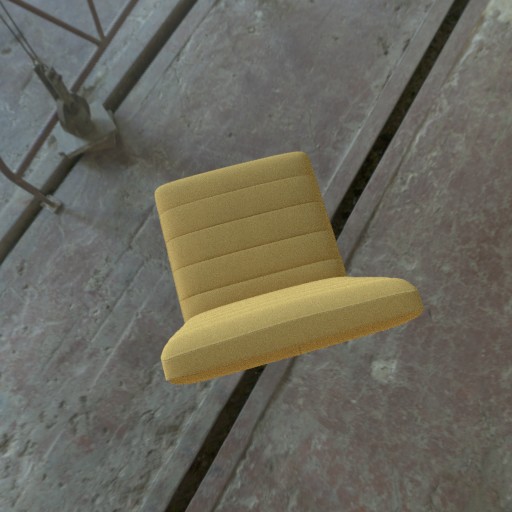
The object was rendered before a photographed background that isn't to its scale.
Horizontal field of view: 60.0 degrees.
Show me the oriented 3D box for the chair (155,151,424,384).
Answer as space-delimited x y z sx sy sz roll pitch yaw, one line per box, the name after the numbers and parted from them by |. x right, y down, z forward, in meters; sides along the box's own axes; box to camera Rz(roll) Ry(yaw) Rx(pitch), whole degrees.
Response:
0.000 0.000 1.331 0.520 0.930 0.634 -15 76 -4 | chair
